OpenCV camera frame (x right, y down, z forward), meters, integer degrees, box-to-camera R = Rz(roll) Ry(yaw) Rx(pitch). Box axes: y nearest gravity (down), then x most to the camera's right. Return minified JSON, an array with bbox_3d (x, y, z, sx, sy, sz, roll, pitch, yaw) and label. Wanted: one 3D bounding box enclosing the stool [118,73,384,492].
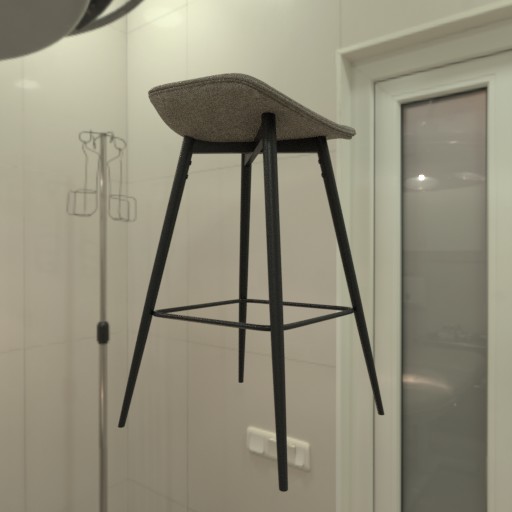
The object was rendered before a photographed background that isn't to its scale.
[{"bbox_3d":[0.000,0.000,1.095,0.480,0.814,0.469,0,1,37],"label":"stool"}]
